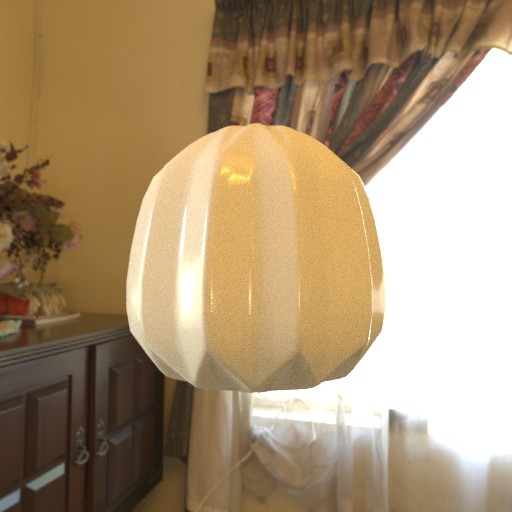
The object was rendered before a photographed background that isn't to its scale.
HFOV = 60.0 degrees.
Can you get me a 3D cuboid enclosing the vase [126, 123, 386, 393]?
[{"bbox_3d":[0.000,0.000,0.249,0.139,0.134,0.139,0,-2,0],"label":"vase"}]
